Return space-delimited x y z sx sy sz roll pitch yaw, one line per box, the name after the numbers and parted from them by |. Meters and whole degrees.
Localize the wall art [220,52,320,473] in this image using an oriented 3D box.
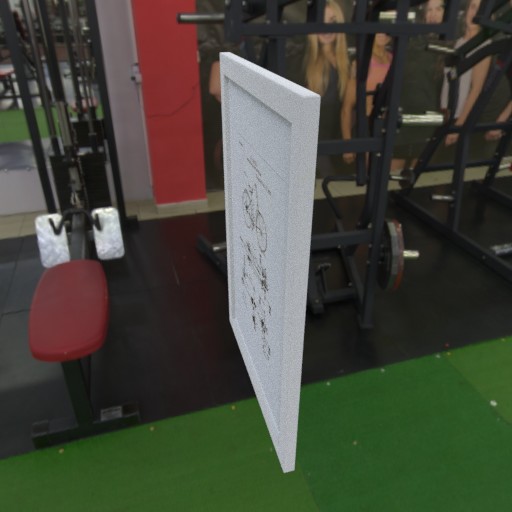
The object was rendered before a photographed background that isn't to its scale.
0.000 0.000 0.606 0.015 0.477 0.332 -8 31 -13 | wall art
